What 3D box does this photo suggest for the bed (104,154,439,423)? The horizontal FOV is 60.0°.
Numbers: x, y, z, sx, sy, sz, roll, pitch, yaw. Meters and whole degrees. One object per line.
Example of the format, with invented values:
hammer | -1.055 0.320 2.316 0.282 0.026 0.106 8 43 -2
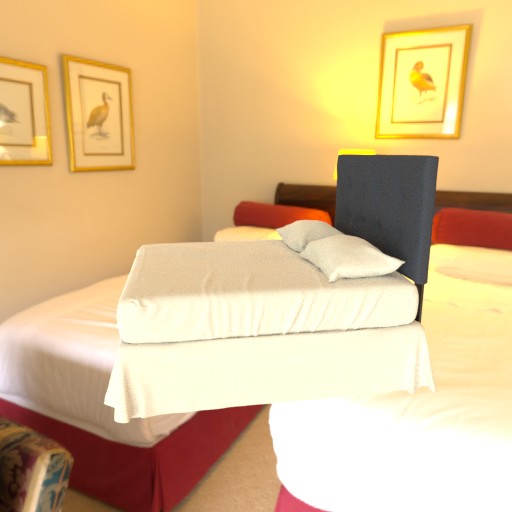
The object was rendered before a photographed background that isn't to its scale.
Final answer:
bed | 0.000 0.000 3.536 2.222 1.577 1.936 -2 14 -9
